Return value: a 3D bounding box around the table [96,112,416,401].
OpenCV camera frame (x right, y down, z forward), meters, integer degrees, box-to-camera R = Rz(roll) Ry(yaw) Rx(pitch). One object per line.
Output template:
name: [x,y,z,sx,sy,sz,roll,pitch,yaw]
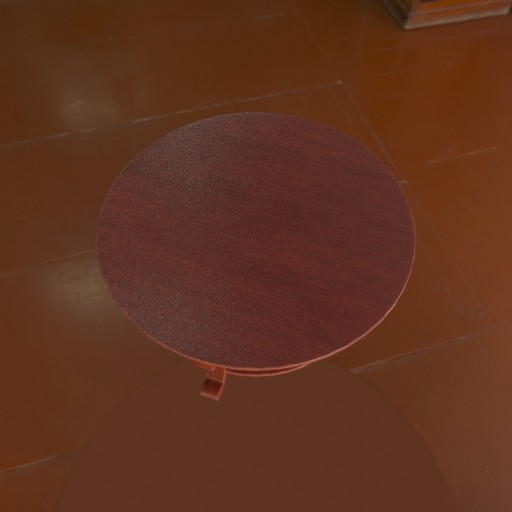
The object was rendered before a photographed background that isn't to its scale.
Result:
table: [0.000,0.000,1.647,1.029,0.486,1.029,0,57,0]
